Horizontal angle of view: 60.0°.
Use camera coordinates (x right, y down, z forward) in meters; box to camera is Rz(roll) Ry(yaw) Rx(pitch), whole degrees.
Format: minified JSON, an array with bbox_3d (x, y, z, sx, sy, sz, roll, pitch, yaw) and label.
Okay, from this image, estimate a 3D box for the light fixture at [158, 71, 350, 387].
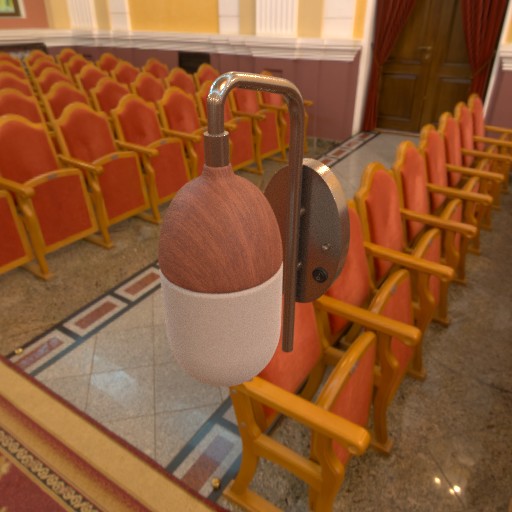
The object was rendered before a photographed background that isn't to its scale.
[{"bbox_3d":[0.000,0.000,0.435,0.108,0.343,0.216,18,34,29],"label":"light fixture"}]
